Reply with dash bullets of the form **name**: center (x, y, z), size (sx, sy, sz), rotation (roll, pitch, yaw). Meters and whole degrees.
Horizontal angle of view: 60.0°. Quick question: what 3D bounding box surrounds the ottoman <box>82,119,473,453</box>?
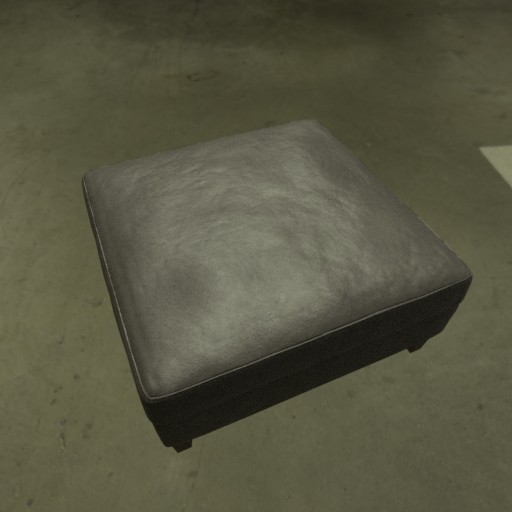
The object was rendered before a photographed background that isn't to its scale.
- **ottoman**: center (0.000, 0.000, 1.317), size (0.844, 0.415, 0.836), rotation (-18, 49, -16)
